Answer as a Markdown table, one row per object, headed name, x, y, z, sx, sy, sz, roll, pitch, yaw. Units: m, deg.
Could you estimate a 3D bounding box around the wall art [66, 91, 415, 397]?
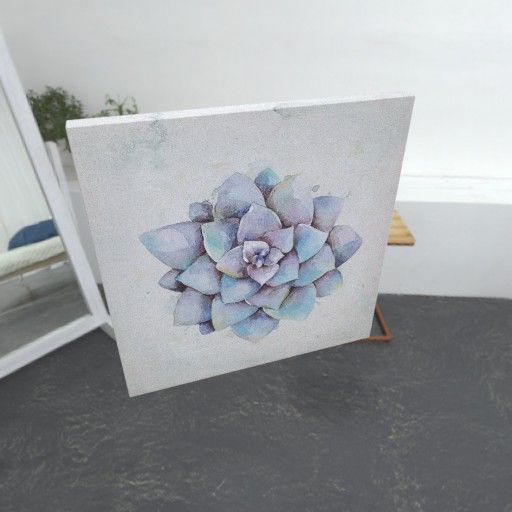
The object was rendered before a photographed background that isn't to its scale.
| name | x | y | z | sx | sy | sz | roll | pitch | yaw |
| --- | --- | --- | --- | --- | --- | --- | --- | --- | --- |
| wall art | 0.000 | 0.000 | 0.925 | 0.612 | 0.612 | 0.040 | -10 | 35 | -15 |
